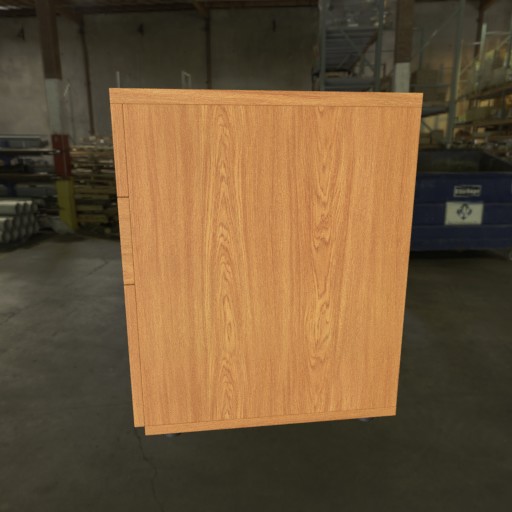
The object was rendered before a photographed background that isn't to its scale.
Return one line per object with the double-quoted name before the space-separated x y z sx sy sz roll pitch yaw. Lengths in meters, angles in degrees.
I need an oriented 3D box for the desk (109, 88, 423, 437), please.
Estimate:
"desk" 0.000 0.000 1.102 0.600 0.730 0.404 -2 14 -7
